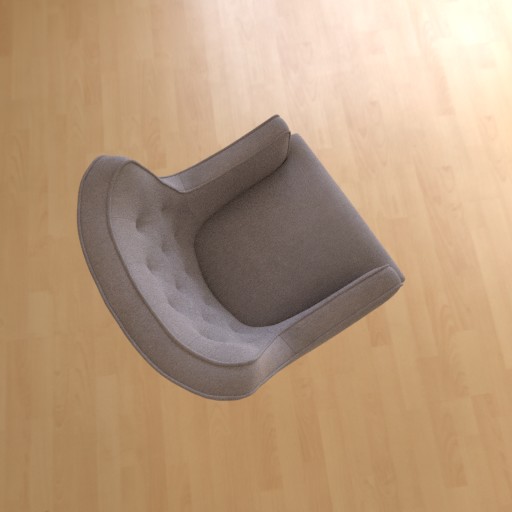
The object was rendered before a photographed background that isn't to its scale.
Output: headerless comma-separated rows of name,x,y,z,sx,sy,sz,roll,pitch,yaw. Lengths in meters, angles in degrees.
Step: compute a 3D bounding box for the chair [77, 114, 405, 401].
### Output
chair,0.000,0.000,1.613,0.910,0.919,0.781,-32,78,-8
